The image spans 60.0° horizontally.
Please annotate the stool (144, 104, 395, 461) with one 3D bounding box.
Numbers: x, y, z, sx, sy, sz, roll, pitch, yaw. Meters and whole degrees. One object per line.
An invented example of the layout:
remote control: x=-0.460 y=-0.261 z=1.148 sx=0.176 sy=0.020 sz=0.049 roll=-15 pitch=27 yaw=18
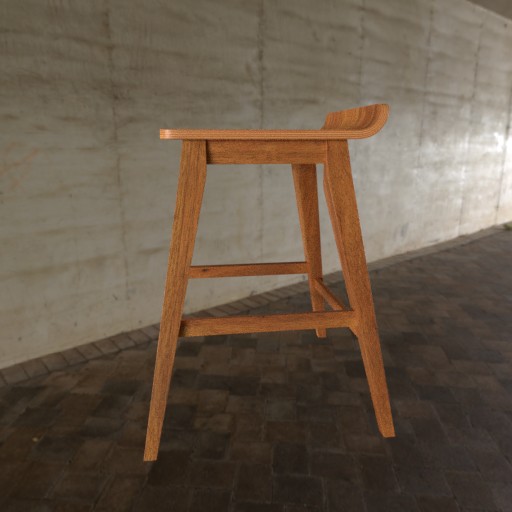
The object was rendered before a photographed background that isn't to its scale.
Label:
stool: x=0.000 y=0.000 z=1.026 sx=0.500 sy=0.650 sz=0.500 roll=-2 pitch=15 yaw=-8
